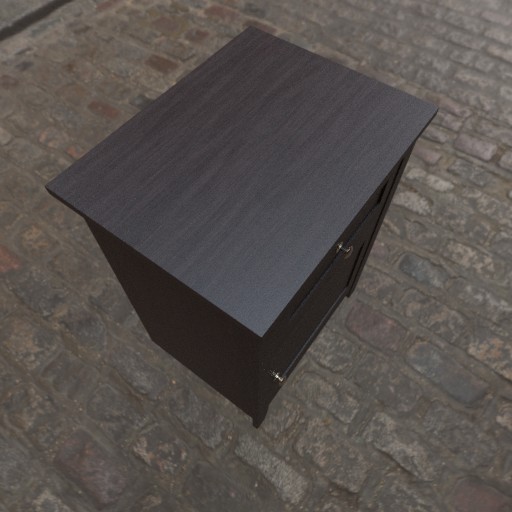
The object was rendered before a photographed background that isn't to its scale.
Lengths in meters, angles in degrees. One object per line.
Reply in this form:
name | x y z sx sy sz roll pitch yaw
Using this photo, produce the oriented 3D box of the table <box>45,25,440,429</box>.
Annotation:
table | 0.000 0.000 0.931 0.381 0.635 0.480 32 64 18
